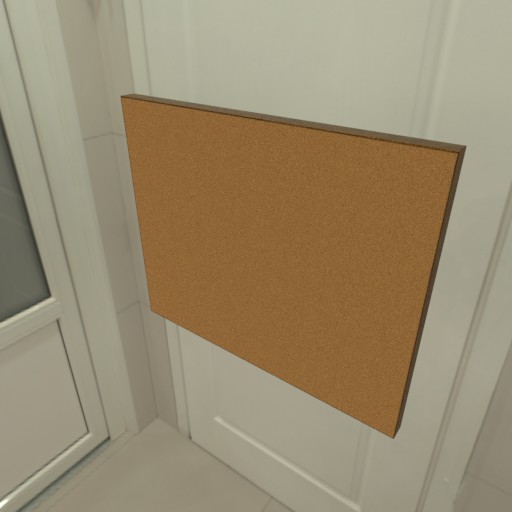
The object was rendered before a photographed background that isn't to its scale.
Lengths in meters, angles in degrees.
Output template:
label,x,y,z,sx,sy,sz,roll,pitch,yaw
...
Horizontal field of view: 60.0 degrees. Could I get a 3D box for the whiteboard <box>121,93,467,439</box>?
label,x,y,z,sx,sy,sz,roll,pitch,yaw
whiteboard,0.000,0.000,0.740,0.561,0.457,0.029,20,35,31
